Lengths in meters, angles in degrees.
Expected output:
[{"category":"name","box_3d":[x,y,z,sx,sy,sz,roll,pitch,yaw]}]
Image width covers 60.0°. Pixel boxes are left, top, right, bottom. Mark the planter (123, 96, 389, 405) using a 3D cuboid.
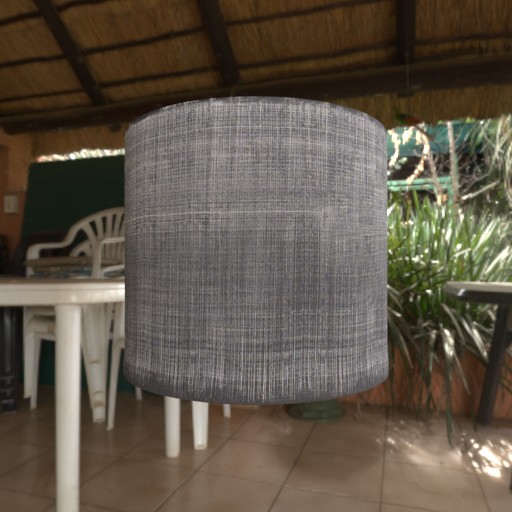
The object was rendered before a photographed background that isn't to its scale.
[{"category":"planter","box_3d":[0.000,0.000,0.311,0.178,0.157,0.178,0,-2,0]}]
